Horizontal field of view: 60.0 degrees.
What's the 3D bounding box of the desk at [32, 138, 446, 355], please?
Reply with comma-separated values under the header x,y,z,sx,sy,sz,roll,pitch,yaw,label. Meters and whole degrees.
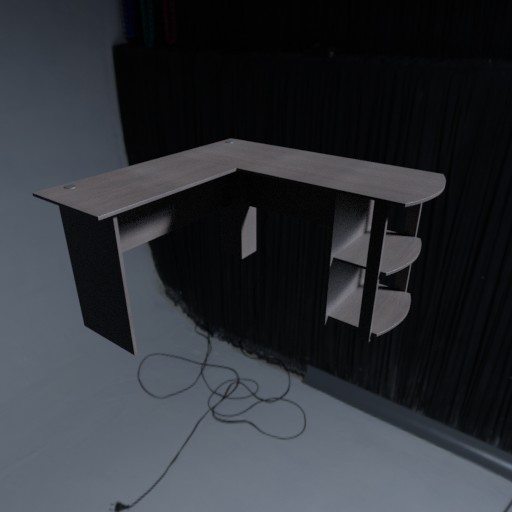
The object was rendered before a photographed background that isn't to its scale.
x,y,z,sx,sy,sz,roll,pitch,yaw,label
0.000,0.000,2.117,1.361,0.716,1.303,19,32,32,desk
